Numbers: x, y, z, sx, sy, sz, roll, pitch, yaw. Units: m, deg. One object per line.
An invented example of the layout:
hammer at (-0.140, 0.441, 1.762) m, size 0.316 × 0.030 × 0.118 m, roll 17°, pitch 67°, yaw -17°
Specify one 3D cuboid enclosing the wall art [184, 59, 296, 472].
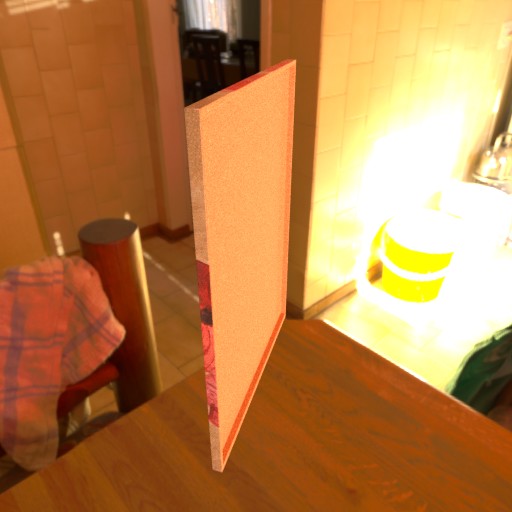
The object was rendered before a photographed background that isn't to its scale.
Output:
wall art at (0.000, 0.000, 1.340) m, size 0.031 × 1.015 × 0.762 m, roll 9°, pitch 31°, yaw 15°
